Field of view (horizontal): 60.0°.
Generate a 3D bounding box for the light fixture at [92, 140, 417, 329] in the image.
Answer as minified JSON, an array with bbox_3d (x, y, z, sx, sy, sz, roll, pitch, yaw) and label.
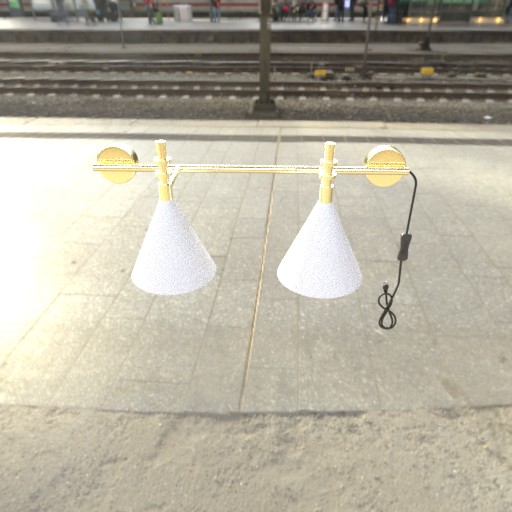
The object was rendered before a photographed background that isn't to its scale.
[{"bbox_3d":[0.000,0.000,0.863,0.642,0.468,0.239,1,30,2],"label":"light fixture"}]
